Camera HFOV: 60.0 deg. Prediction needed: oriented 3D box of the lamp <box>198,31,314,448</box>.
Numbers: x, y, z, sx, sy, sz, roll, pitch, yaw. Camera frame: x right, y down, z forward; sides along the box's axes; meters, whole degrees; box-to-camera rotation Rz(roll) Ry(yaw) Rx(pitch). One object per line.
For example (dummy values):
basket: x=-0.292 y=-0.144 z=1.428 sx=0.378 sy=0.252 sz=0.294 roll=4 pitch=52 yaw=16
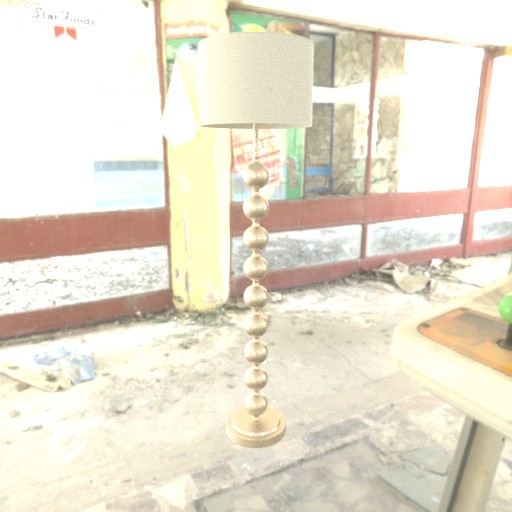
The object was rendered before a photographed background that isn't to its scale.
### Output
lamp: x=0.000 y=0.000 z=1.672 sx=0.394 sy=1.474 sz=0.394 roll=-2 pitch=14 yaw=-7
